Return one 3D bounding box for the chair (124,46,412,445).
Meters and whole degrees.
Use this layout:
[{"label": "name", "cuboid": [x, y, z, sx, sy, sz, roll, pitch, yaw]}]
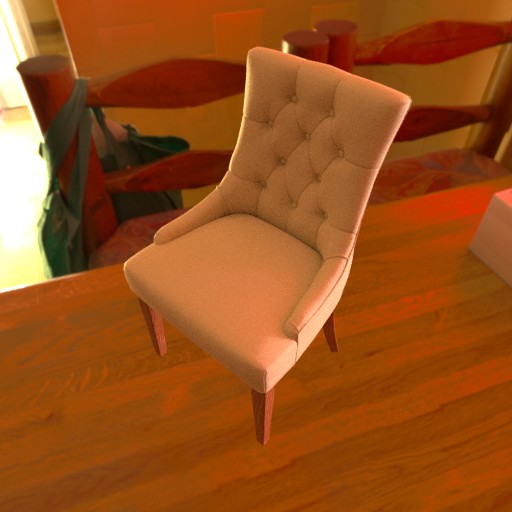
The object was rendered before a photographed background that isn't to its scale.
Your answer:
[{"label": "chair", "cuboid": [0.000, 0.000, 1.203, 0.509, 0.874, 0.565, 32, 53, 27]}]
